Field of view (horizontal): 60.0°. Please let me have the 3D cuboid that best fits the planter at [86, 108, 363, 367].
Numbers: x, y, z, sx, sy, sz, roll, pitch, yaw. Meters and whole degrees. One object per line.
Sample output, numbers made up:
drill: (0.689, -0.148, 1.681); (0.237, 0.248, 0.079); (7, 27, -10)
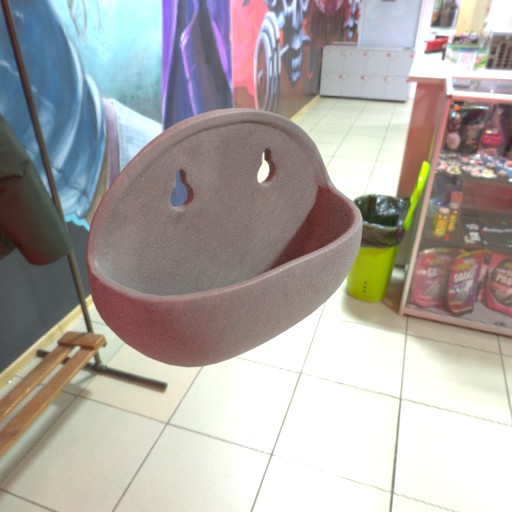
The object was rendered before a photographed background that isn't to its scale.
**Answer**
planter: (0.000, 0.000, 0.274); (0.190, 0.164, 0.073); (-22, 37, -32)
